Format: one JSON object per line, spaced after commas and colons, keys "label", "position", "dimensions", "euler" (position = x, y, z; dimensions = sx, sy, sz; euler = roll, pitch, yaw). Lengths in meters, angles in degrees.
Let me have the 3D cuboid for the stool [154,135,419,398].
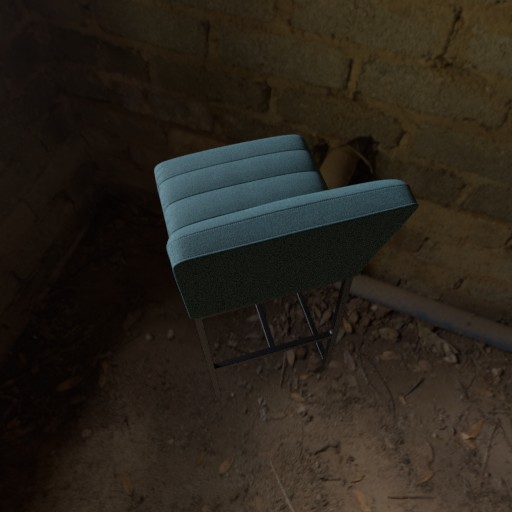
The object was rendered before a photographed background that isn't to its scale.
{"label": "stool", "position": [0.000, 0.000, 1.316], "dimensions": [0.460, 1.040, 0.560], "euler": [-14, 59, -9]}
